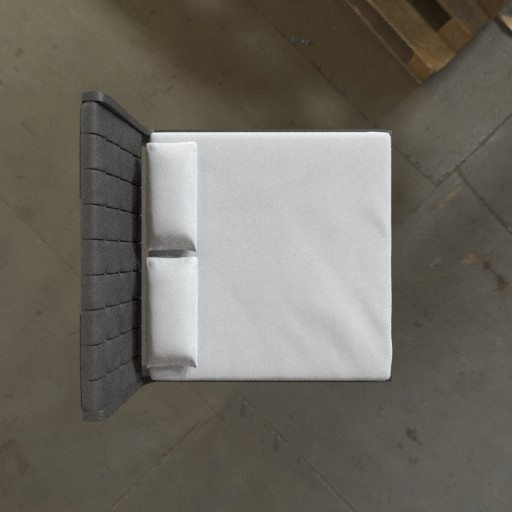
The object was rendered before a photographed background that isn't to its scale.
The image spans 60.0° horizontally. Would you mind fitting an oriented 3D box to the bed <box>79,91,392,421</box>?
[{"bbox_3d":[0.000,0.000,3.110,2.031,1.158,1.903,0,90,0],"label":"bed"}]
